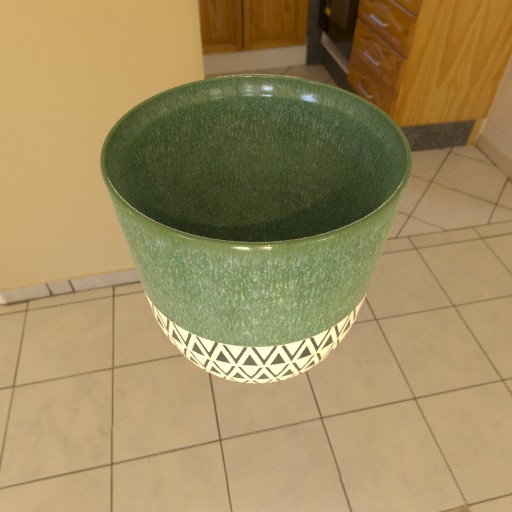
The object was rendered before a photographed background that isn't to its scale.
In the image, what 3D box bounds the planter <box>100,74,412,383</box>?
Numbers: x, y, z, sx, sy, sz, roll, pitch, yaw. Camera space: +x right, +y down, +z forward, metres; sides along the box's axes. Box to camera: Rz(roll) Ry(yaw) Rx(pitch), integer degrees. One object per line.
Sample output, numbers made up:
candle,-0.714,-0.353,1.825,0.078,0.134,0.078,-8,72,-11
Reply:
planter,0.000,0.000,0.360,0.195,0.214,0.195,0,46,0
